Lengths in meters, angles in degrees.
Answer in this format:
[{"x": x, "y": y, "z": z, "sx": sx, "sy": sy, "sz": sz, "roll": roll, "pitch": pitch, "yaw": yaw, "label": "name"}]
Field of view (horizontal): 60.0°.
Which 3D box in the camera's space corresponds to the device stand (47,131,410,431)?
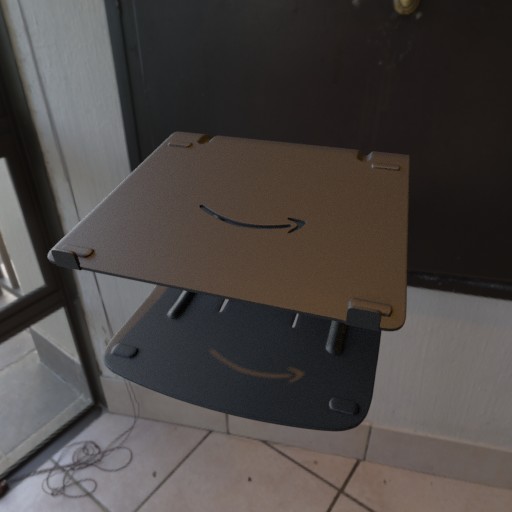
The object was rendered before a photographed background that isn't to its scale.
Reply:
[{"x": 0.000, "y": 0.000, "z": 0.405, "sx": 0.256, "sy": 0.155, "sz": 0.236, "roll": 10, "pitch": 34, "yaw": 15, "label": "device stand"}]
